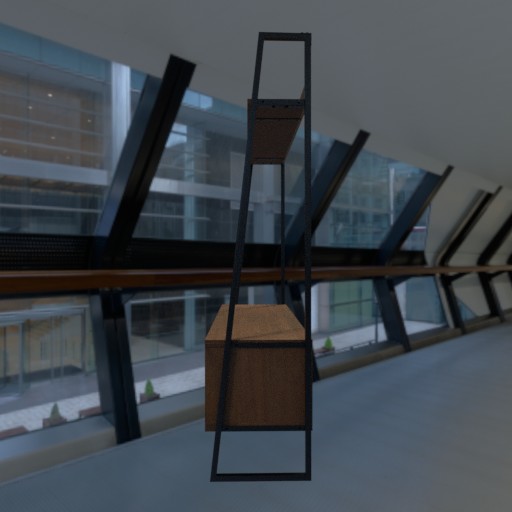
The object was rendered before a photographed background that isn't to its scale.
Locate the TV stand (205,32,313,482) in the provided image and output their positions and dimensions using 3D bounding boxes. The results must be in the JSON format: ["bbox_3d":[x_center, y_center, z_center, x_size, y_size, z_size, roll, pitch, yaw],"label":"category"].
[{"bbox_3d":[0.000,0.000,2.369,0.432,1.772,1.250,0,0,-1],"label":"TV stand"}]
